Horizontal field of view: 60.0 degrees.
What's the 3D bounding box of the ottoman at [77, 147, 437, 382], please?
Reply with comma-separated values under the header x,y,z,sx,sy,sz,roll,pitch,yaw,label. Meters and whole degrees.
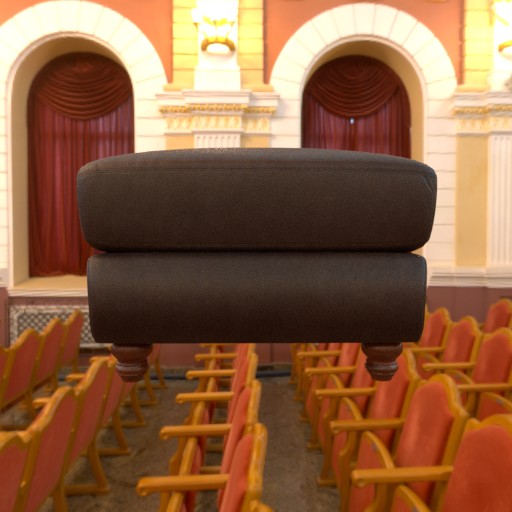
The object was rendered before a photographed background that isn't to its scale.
x,y,z,sx,sy,sz,roll,pitch,yaw,label
0.000,0.000,1.275,0.806,0.569,0.670,0,1,-1,ottoman
